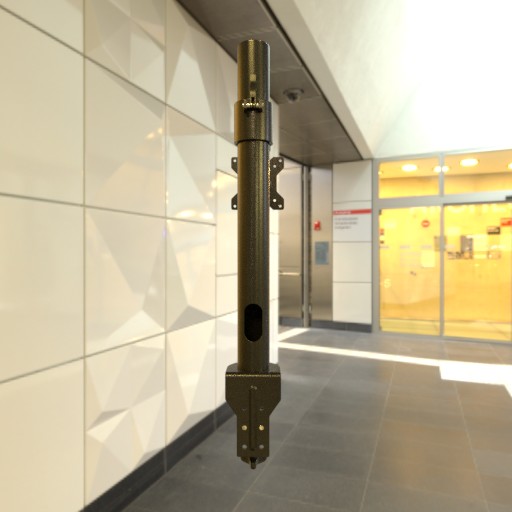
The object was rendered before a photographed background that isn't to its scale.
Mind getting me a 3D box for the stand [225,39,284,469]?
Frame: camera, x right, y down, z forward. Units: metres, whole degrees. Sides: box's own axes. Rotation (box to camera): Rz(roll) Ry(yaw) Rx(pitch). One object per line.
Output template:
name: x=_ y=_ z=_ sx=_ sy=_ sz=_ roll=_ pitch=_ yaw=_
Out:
stand: x=0.000 y=0.000 z=0.735 sx=0.115 sy=0.510 sz=0.456 roll=0 pitch=0 yaw=1
